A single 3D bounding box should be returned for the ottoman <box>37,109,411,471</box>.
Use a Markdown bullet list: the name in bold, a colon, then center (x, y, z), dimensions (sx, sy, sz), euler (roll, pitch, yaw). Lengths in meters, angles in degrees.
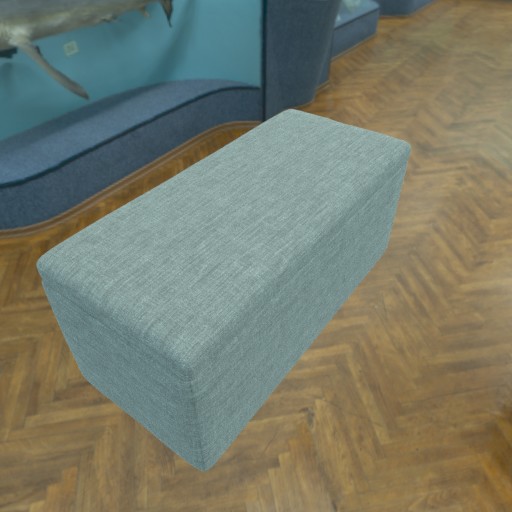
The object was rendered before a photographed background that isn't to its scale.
- **ottoman**: center (0.000, 0.000, 1.130), dimensions (0.419, 0.432, 0.902), euler (26, 47, 27)
